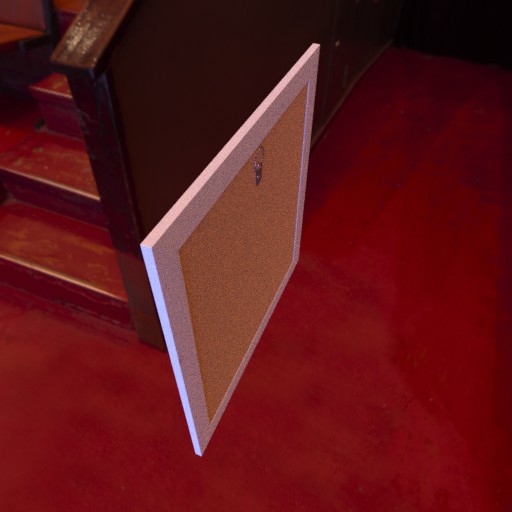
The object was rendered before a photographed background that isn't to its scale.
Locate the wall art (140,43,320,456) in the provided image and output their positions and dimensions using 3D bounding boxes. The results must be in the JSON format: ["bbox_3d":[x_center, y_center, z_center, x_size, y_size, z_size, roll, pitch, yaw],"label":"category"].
[{"bbox_3d":[0.000,0.000,0.840,0.015,0.577,0.572,17,49,16],"label":"wall art"}]
